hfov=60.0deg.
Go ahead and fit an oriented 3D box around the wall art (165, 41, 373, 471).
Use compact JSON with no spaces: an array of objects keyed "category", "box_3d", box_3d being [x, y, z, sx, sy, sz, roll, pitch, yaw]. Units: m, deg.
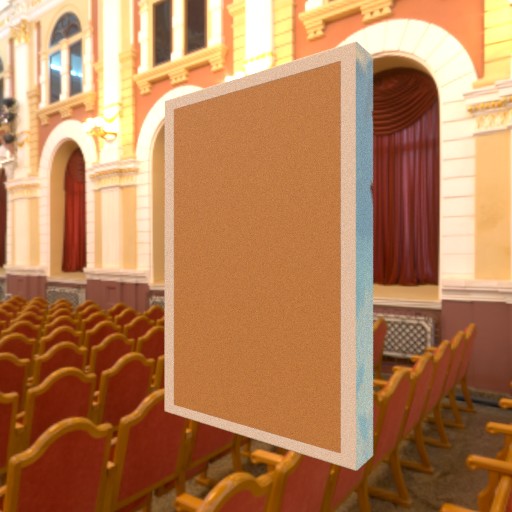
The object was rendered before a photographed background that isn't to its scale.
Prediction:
[{"category":"wall art","box_3d":[0.000,0.000,0.481,0.251,0.380,0.039,0,0,37]}]
